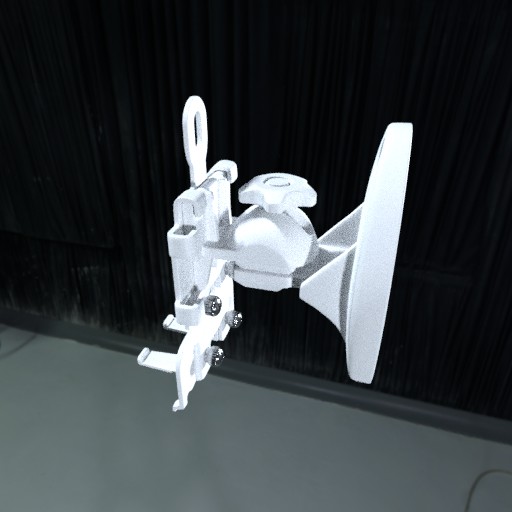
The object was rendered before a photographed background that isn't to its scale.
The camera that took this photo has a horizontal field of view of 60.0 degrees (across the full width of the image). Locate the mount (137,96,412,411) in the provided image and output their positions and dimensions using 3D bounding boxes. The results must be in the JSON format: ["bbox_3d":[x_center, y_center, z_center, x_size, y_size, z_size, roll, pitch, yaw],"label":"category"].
[{"bbox_3d":[0.000,0.000,0.174,0.100,0.118,0.066,8,30,13],"label":"mount"}]
